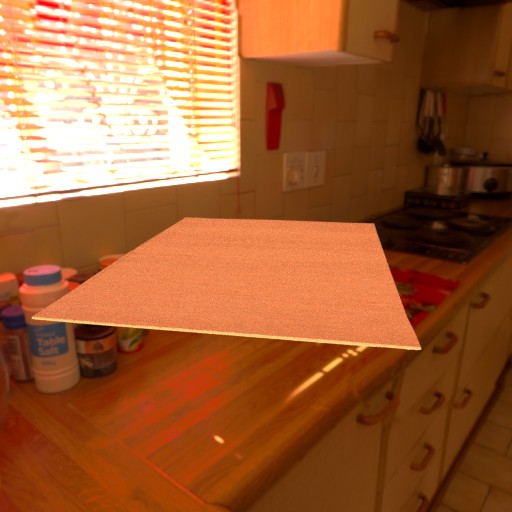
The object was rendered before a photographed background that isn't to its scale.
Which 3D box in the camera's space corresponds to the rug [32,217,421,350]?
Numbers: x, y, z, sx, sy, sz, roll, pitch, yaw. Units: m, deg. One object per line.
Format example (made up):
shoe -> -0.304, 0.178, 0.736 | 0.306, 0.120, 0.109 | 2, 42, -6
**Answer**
rug -> 0.000, 0.000, 4.187 | 2.434, 0.045, 3.202 | 3, 17, 9
